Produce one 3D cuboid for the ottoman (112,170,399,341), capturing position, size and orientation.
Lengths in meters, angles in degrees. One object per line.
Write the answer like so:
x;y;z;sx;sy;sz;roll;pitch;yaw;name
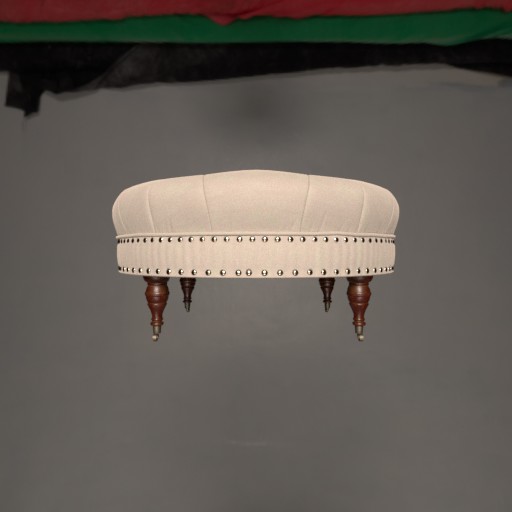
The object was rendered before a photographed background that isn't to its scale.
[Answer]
0.000;0.000;1.425;0.901;0.439;0.901;0;1;0;ottoman
